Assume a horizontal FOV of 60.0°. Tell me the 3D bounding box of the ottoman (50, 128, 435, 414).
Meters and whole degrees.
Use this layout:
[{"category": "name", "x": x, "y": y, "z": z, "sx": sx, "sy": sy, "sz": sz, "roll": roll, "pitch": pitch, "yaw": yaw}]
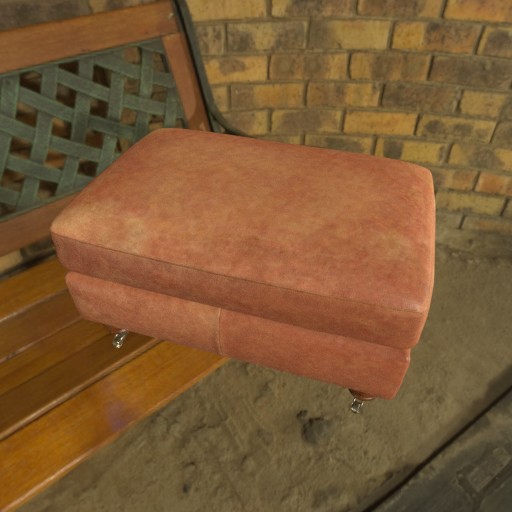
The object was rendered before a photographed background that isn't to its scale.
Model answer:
[{"category": "ottoman", "x": 0.000, "y": 0.000, "z": 1.203, "sx": 0.852, "sy": 0.507, "sz": 0.565, "roll": 12, "pitch": 42, "yaw": 13}]
